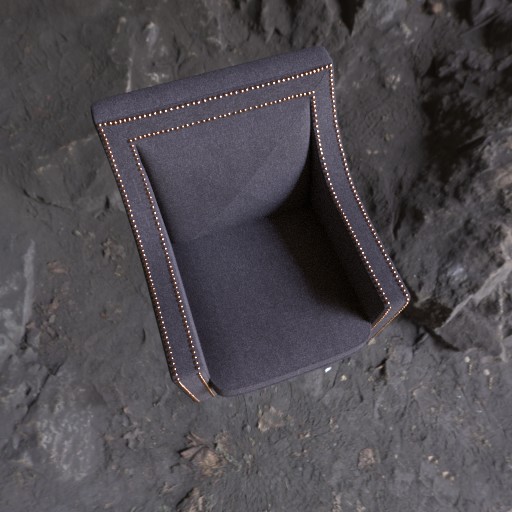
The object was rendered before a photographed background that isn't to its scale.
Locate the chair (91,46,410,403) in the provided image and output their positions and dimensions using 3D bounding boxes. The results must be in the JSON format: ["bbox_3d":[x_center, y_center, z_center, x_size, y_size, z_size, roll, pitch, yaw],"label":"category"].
[{"bbox_3d":[0.000,0.000,1.630,0.776,0.967,0.884,-17,66,-8],"label":"chair"}]
